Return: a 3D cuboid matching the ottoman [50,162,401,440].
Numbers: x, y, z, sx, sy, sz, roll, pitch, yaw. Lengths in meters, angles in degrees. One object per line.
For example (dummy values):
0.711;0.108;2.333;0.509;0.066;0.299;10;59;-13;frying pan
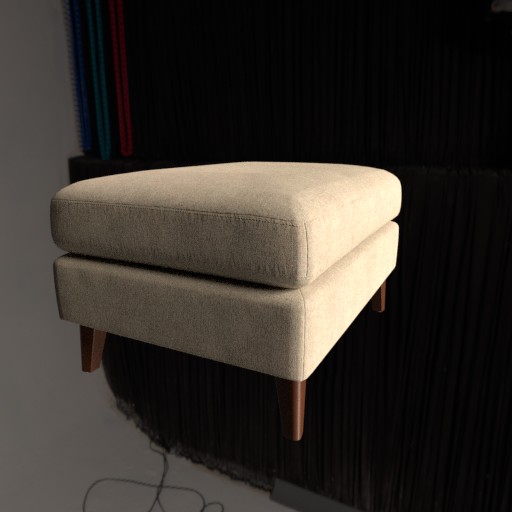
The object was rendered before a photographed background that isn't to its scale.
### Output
0.000;0.000;1.202;0.610;0.478;0.823;8;16;27;ottoman
